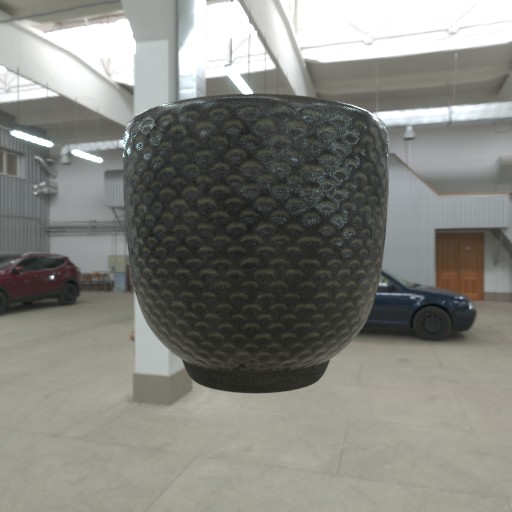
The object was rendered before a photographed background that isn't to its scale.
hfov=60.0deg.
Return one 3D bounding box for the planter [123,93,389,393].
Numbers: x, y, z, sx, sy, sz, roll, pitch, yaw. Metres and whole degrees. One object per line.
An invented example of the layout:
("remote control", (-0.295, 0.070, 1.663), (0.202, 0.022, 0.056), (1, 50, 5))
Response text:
("planter", (0.000, 0.000, 0.299), (0.172, 0.160, 0.172), (0, 0, 0))
